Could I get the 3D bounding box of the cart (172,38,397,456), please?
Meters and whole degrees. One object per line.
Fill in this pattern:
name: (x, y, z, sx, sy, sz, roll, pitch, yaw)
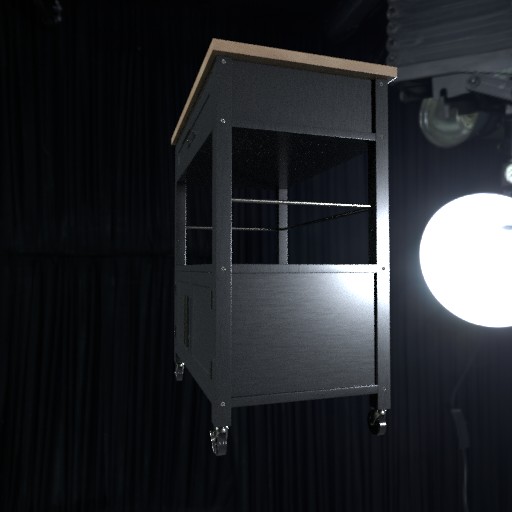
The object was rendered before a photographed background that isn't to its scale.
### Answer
cart: (0.000, 0.000, 1.399, 0.459, 0.901, 0.840, 1, -2, -17)
